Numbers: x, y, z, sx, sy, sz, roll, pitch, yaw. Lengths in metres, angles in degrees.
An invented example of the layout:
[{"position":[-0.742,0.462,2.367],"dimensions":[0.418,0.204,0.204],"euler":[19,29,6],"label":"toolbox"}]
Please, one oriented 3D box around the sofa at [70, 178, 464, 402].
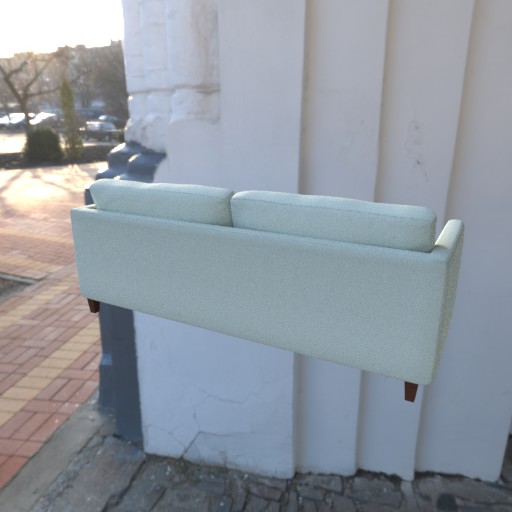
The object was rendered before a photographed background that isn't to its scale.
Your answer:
[{"position":[0.000,0.000,2.945],"dimensions":[2.434,0.965,0.948],"euler":[9,20,27],"label":"sofa"}]
